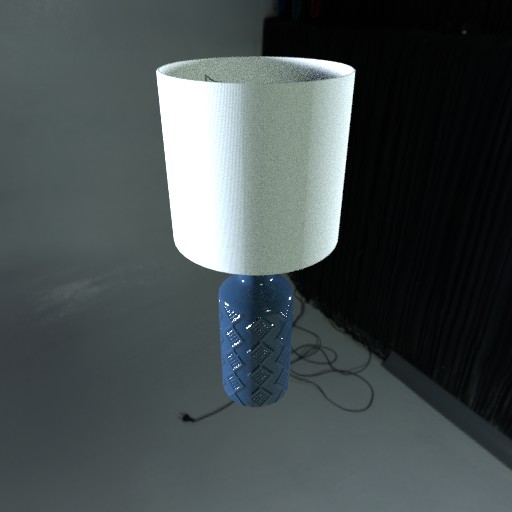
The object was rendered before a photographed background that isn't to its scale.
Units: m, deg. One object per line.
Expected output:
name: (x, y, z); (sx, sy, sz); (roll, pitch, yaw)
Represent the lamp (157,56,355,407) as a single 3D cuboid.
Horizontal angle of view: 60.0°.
lamp: (0.000, 0.000, 0.584); (0.207, 0.461, 0.207); (-22, 36, -32)
